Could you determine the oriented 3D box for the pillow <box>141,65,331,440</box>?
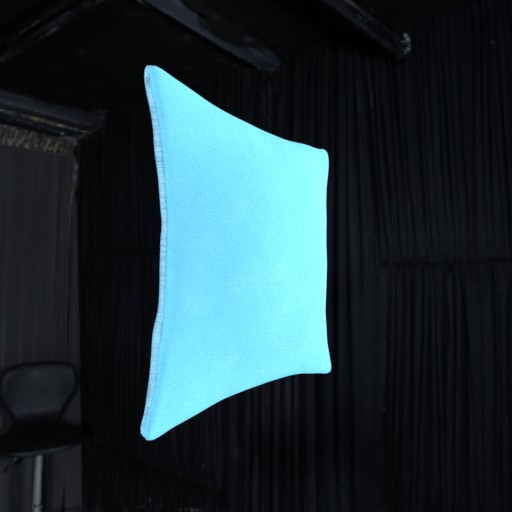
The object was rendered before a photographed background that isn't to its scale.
[{"bbox_3d":[0.000,0.000,0.660,0.151,0.415,0.433,-2,-3,36],"label":"pillow"}]
